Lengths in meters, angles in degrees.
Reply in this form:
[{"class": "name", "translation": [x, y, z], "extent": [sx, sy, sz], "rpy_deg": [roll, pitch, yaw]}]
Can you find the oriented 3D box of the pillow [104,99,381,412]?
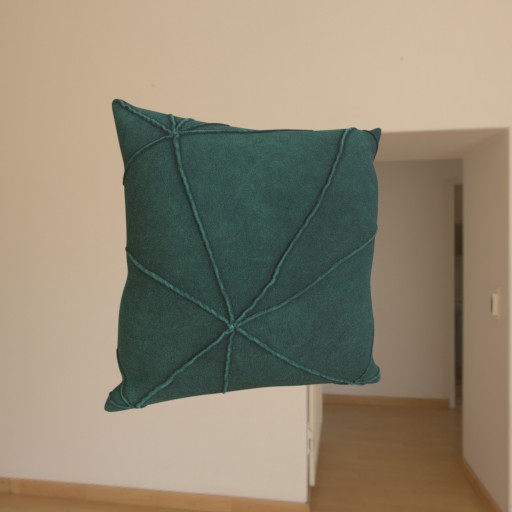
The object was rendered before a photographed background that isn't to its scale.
[{"class": "pillow", "translation": [0.000, 0.000, 0.676], "extent": [0.439, 0.440, 0.184], "rpy_deg": [0, 0, -16]}]
